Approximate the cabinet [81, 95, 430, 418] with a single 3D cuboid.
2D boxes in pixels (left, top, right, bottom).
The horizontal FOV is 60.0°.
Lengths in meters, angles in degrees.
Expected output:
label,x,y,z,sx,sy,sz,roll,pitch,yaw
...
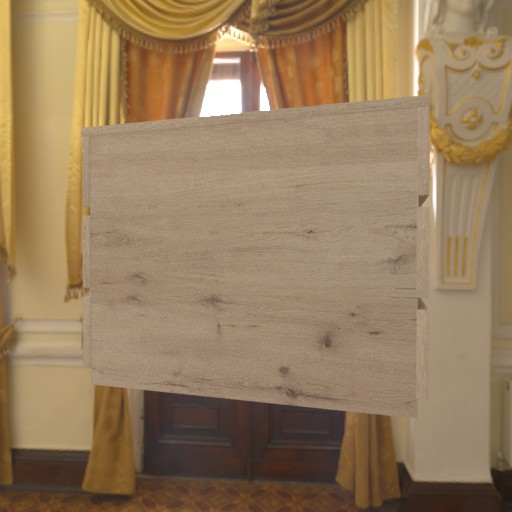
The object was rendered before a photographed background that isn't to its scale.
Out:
label,x,y,z,sx,sy,sz,roll,pitch,yaw
cabinet,0.000,0.000,1.469,1.040,0.820,0.420,0,1,17
